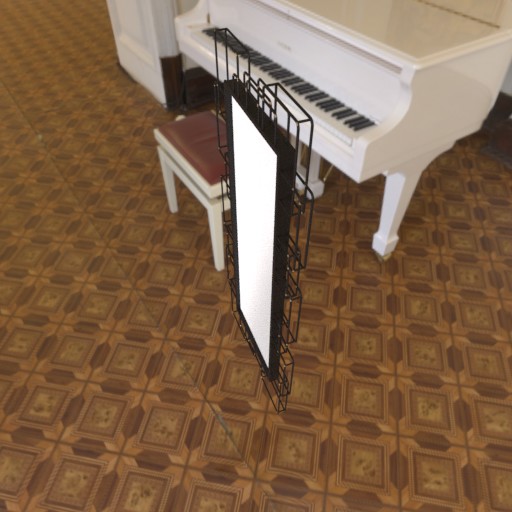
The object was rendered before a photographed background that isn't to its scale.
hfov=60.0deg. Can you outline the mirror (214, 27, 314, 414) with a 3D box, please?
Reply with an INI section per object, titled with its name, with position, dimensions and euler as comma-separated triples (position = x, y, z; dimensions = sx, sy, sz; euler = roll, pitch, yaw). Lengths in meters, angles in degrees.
[mirror]
position = 0.000, 0.000, 1.391
dimensions = 0.037, 1.192, 0.565
euler = -16, 49, -15
